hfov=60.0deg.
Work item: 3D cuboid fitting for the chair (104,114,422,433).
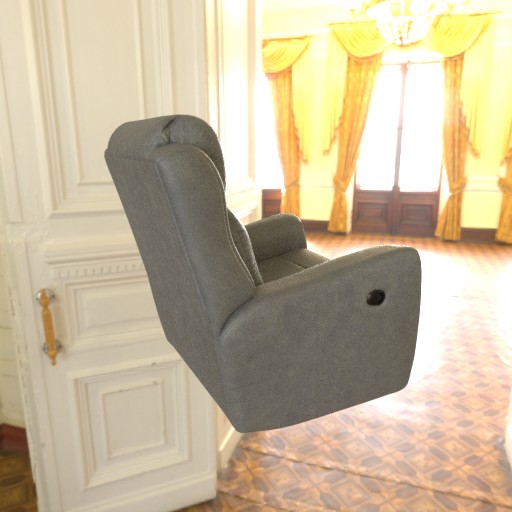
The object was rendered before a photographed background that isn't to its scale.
[{"bbox_3d":[0.000,0.000,1.909,1.068,1.116,0.965,-7,16,-27],"label":"chair"}]
